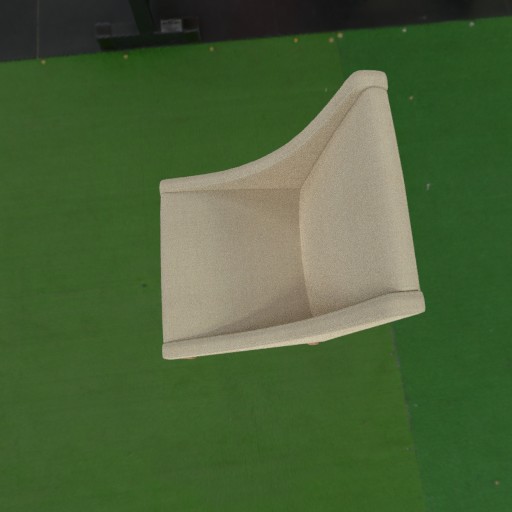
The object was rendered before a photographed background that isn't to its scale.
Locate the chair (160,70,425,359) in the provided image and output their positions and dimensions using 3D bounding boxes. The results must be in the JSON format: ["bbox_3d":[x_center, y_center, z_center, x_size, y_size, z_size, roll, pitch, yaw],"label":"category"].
[{"bbox_3d":[0.000,0.000,1.366,0.611,1.021,0.575,-4,75,-1],"label":"chair"}]
